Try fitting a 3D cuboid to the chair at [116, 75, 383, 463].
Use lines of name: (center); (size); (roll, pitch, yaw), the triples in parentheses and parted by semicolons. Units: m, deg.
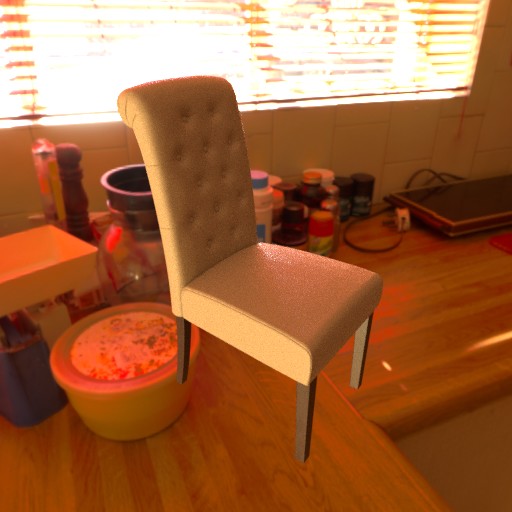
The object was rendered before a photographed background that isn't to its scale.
chair: (0.000, 0.000, 1.380); (0.671, 1.006, 0.456); (19, 33, 32)
